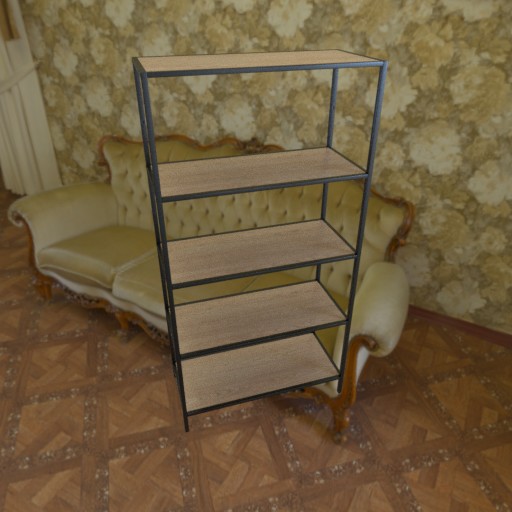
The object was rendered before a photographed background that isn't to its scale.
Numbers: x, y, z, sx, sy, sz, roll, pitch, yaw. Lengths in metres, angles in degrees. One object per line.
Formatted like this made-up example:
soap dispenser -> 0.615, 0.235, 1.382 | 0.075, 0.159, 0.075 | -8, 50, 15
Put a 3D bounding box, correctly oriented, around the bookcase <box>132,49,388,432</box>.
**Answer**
bookcase -> 0.000, 0.000, 1.833 | 0.770, 1.500, 0.350 | -9, 32, -15
